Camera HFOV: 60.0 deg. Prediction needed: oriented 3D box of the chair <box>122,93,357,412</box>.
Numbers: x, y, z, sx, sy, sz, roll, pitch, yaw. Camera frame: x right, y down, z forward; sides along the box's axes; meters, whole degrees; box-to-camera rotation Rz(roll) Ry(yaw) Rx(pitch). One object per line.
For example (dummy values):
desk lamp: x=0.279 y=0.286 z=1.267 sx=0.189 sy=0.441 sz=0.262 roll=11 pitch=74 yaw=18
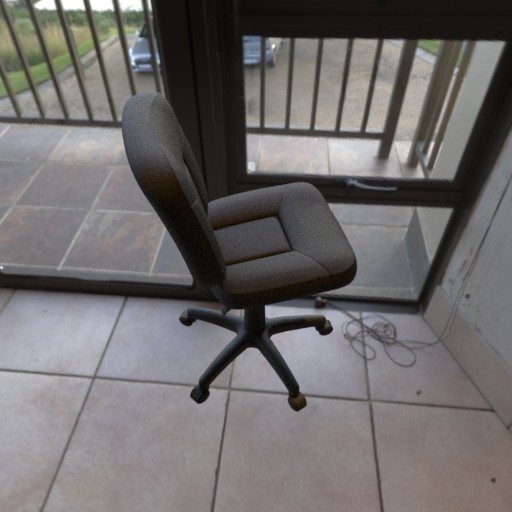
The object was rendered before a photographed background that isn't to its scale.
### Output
chair: x=0.000 y=0.000 z=1.363 sx=0.610 sy=0.972 sz=0.610 roll=-10 pitch=46 yaw=-9
